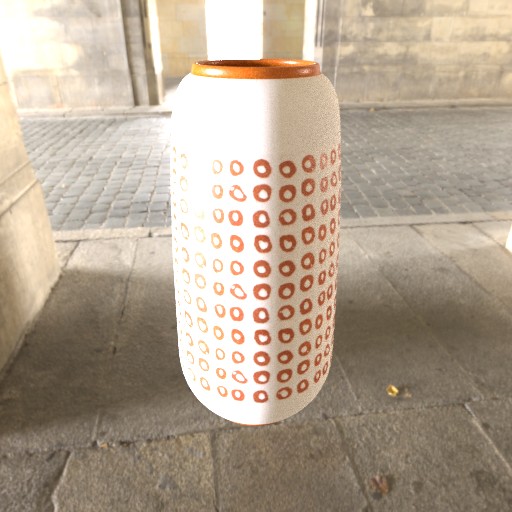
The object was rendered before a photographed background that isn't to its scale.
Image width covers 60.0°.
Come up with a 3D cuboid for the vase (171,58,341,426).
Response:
[{"bbox_3d":[0.000,0.000,0.351,0.133,0.282,0.133,0,27,0],"label":"vase"}]
